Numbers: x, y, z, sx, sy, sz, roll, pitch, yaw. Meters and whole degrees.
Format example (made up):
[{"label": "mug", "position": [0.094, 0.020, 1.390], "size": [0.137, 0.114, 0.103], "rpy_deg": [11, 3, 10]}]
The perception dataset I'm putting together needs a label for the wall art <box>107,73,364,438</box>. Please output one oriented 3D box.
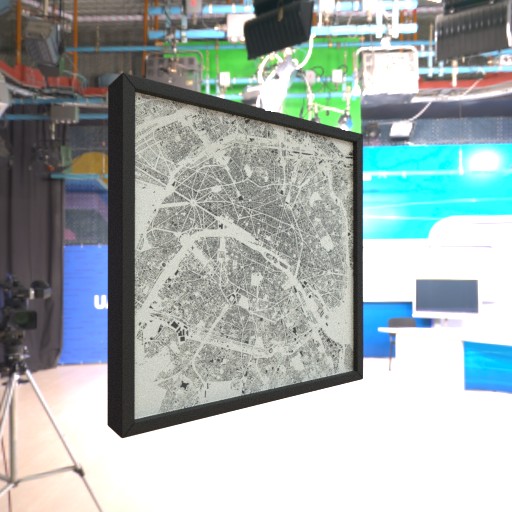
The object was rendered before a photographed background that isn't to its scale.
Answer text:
[{"label": "wall art", "position": [0.000, 0.000, 0.474], "size": [0.305, 0.305, 0.037], "rpy_deg": [0, -1, -37]}]
